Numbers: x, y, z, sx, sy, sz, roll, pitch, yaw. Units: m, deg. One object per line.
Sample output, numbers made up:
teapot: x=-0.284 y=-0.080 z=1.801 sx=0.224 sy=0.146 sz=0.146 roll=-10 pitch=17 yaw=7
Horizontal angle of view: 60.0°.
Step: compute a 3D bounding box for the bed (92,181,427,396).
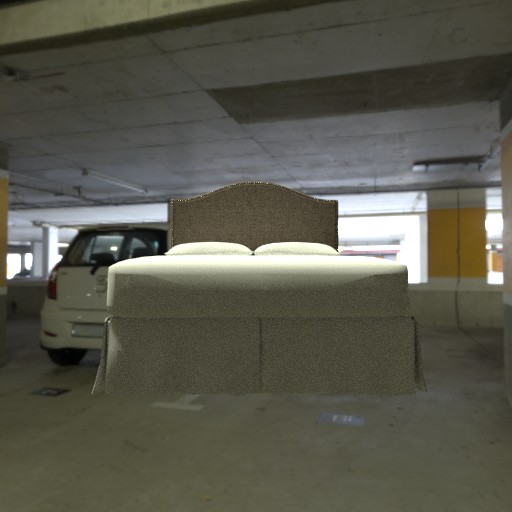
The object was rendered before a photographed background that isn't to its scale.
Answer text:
bed: x=0.000 y=0.000 z=3.307 sx=1.713 sy=1.518 sz=2.153 roll=0 pitch=-2 yaw=-2
